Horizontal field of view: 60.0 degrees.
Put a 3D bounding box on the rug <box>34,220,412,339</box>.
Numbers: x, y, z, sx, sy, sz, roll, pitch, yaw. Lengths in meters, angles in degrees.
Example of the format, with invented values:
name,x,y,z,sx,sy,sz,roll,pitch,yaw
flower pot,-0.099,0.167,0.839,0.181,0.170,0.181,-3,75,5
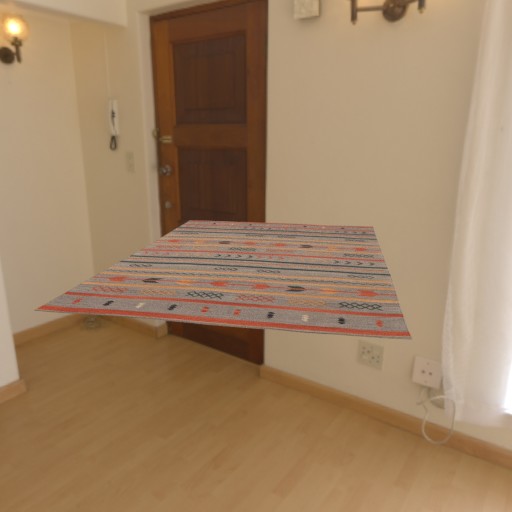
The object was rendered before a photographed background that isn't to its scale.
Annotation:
name,x,y,z,sx,sy,sz,roll,pitch,yaw
rug,0.000,0.000,3.989,2.263,0.022,3.029,3,16,10
